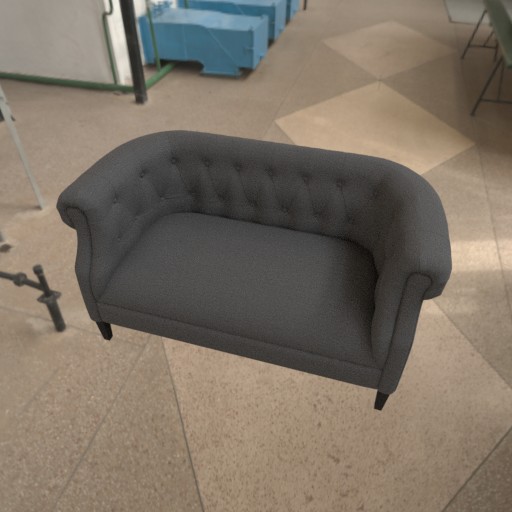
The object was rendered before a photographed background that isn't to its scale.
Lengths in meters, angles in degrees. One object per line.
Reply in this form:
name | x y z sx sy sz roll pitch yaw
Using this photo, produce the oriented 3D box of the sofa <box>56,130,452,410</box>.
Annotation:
sofa | 0.000 0.000 2.088 1.558 0.827 0.835 11 43 12
